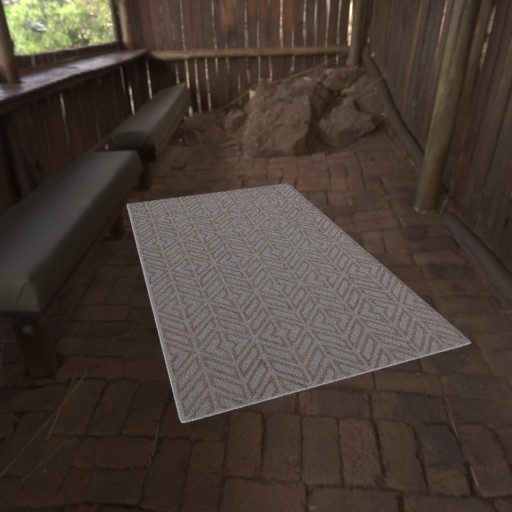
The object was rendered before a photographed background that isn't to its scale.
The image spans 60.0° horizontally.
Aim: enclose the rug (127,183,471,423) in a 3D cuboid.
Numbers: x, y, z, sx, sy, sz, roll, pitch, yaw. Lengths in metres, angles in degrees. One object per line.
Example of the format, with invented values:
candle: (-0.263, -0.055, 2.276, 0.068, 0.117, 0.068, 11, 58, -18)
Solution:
rug: (0.000, 0.000, 3.069, 1.523, 0.008, 2.438, -10, 32, -17)
